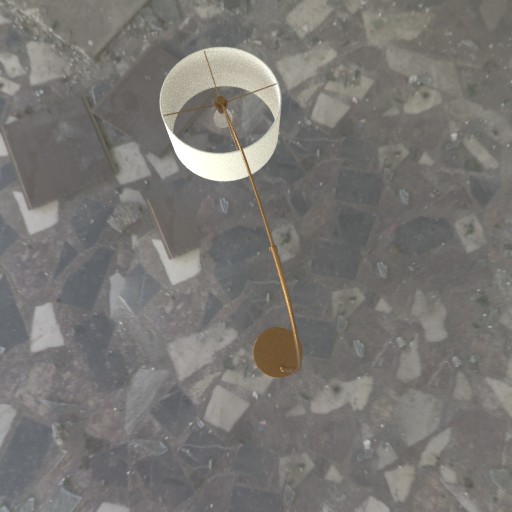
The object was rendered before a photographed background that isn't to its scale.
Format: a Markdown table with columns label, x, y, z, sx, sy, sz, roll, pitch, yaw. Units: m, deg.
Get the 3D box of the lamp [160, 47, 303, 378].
| label | x | y | z | sx | sy | sz | roll | pitch | yaw |
| --- | --- | --- | --- | --- | --- | --- | --- | --- | --- |
| lamp | 0.000 | 0.000 | 2.504 | 0.493 | 1.927 | 1.434 | -17 | 77 | -4 |
